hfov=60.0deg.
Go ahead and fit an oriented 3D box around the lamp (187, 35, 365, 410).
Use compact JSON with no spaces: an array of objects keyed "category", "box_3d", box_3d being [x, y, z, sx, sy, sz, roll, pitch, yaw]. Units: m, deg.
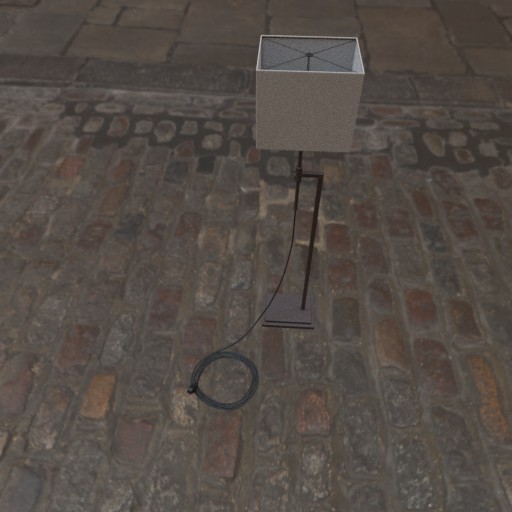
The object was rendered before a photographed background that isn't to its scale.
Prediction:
[{"category":"lamp","box_3d":[0.000,0.000,1.987,0.698,1.600,0.774,3,48,2]}]
